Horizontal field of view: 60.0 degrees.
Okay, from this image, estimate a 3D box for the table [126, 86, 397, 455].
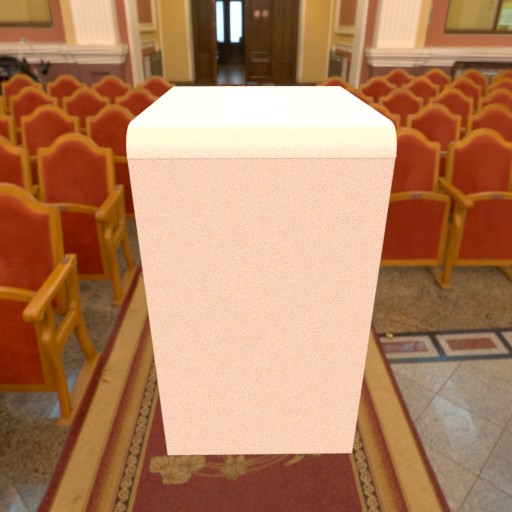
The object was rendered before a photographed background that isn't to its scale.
[{"bbox_3d":[0.000,0.000,0.880,0.350,0.590,0.450,0,28,-1],"label":"table"}]
